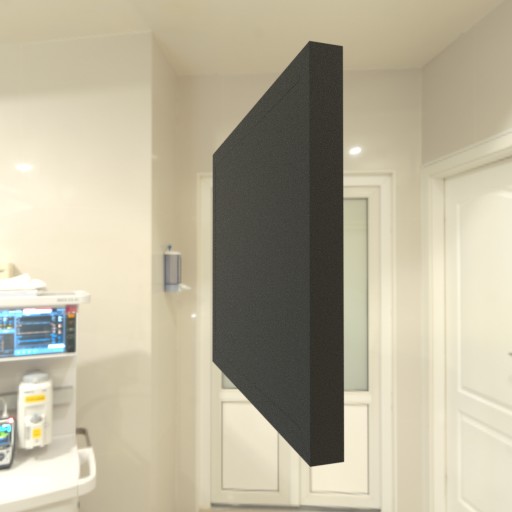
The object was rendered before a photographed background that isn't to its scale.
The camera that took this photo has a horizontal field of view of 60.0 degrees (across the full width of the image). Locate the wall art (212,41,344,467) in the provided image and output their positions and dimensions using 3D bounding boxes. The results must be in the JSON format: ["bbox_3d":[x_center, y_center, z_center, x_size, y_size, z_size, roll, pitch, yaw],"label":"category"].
[{"bbox_3d":[0.000,0.000,0.529,0.029,0.330,0.381,0,-1,-17],"label":"wall art"}]
